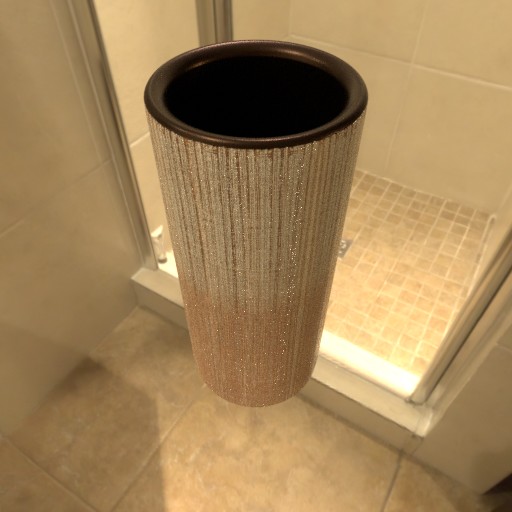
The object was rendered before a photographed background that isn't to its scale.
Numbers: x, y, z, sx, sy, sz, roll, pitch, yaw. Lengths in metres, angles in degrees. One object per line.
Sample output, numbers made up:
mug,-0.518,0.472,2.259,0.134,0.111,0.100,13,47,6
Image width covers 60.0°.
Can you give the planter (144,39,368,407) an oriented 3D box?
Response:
planter,0.000,0.000,0.280,0.100,0.227,0.100,-4,47,-4
